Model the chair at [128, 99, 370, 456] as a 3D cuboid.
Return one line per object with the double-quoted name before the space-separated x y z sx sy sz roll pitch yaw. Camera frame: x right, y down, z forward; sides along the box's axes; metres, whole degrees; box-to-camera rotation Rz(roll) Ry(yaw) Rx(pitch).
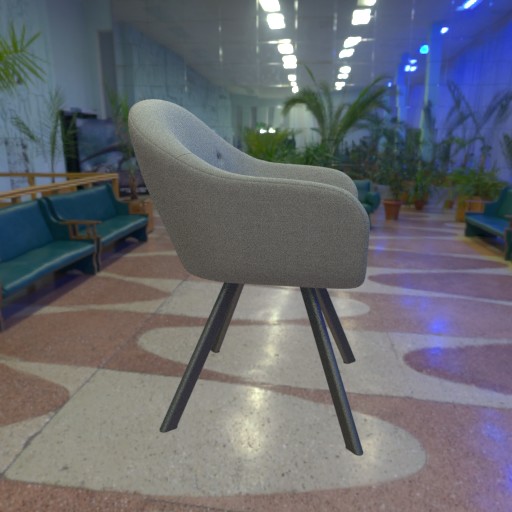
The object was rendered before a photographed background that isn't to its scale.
"chair" 0.000 0.000 1.160 0.570 0.780 0.540 3 15 10
